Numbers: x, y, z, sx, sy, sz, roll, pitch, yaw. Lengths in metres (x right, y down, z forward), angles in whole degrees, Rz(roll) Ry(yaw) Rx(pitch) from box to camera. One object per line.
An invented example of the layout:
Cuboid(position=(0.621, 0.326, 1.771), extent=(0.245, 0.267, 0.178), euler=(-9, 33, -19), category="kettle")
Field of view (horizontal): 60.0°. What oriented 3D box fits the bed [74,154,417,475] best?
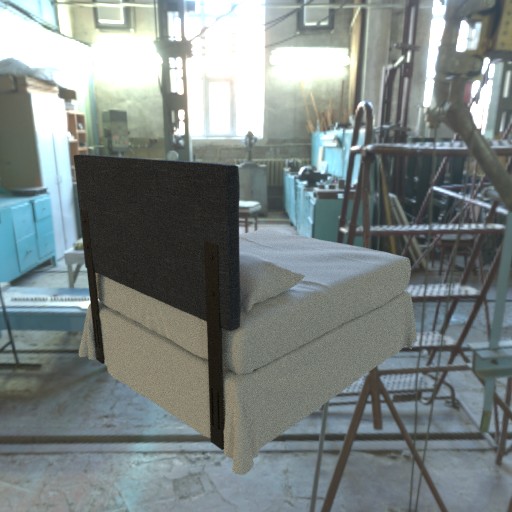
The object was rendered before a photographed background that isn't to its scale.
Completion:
Cuboid(position=(0.000, 0.000, 3.487), extent=(1.936, 1.577, 2.222), euler=(14, 21, 42), category="bed")
